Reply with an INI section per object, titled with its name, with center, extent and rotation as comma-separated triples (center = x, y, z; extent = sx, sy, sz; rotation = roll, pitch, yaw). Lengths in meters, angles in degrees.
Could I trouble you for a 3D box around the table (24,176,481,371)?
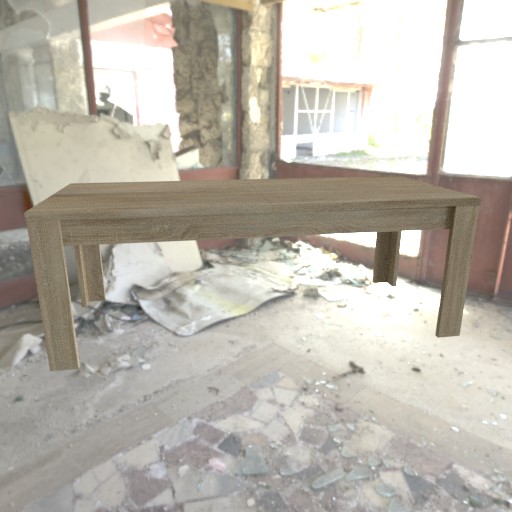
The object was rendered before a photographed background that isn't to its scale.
[table]
center = 0.000, 0.000, 2.645
extent = 2.200, 0.790, 0.900
rotation = -3, 18, -9
